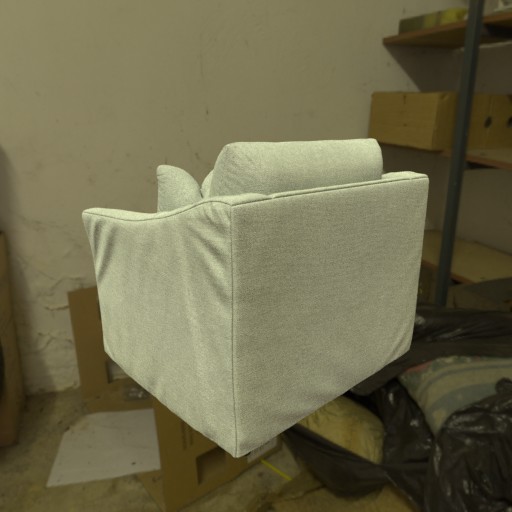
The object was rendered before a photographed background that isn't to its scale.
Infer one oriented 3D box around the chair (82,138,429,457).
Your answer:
[{"bbox_3d":[0.000,0.000,2.066,1.194,1.059,1.071,-14,21,-41],"label":"chair"}]
